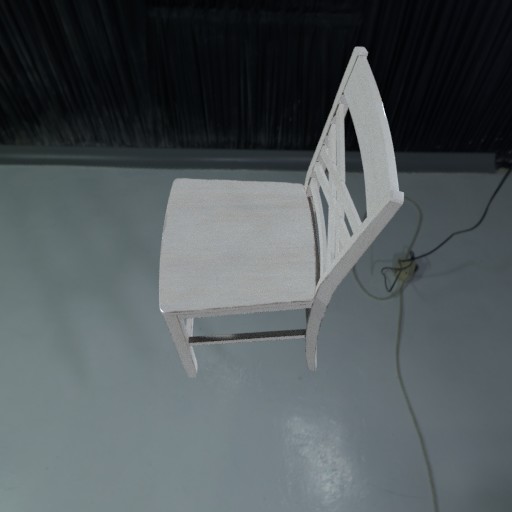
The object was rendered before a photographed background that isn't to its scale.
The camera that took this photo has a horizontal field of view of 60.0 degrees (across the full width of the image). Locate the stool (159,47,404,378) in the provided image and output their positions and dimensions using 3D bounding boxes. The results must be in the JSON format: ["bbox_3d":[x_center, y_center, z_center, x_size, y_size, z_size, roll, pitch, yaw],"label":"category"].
[{"bbox_3d":[0.000,0.000,1.354,0.539,1.079,0.462,-1,58,-1],"label":"stool"}]
